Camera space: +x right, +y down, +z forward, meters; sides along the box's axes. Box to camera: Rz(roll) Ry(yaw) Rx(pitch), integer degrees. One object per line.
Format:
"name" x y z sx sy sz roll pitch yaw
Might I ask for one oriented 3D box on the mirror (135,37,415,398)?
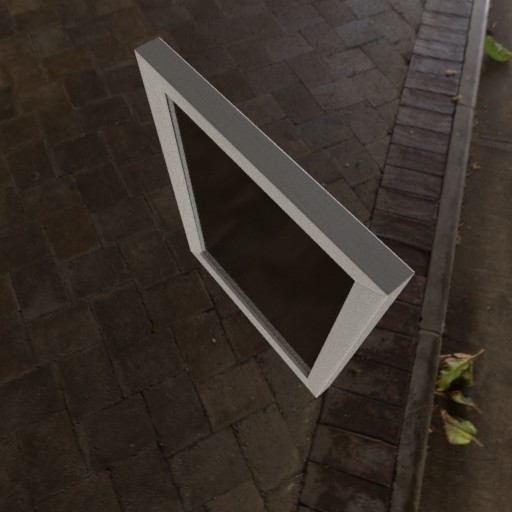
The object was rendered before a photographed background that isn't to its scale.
"mirror" 0.000 0.000 0.683 0.041 0.508 0.405 -36 68 -17
